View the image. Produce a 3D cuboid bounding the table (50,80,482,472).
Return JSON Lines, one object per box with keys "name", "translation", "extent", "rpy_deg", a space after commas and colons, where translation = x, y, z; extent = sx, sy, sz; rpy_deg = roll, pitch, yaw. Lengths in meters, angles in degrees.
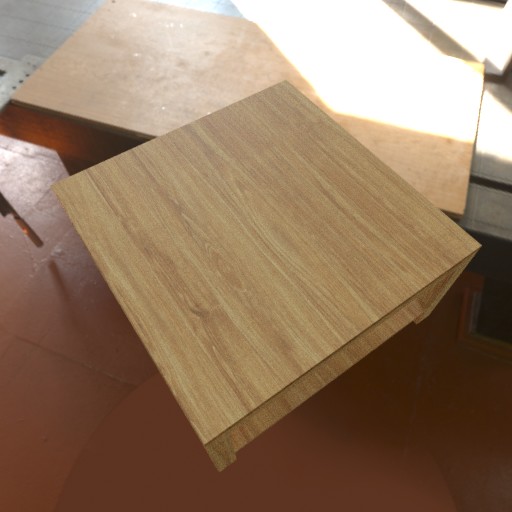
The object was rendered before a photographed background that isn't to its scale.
{"name": "table", "translation": [0.000, 0.000, 1.477], "extent": [0.900, 0.450, 0.900], "rpy_deg": [-30, 62, -18]}
